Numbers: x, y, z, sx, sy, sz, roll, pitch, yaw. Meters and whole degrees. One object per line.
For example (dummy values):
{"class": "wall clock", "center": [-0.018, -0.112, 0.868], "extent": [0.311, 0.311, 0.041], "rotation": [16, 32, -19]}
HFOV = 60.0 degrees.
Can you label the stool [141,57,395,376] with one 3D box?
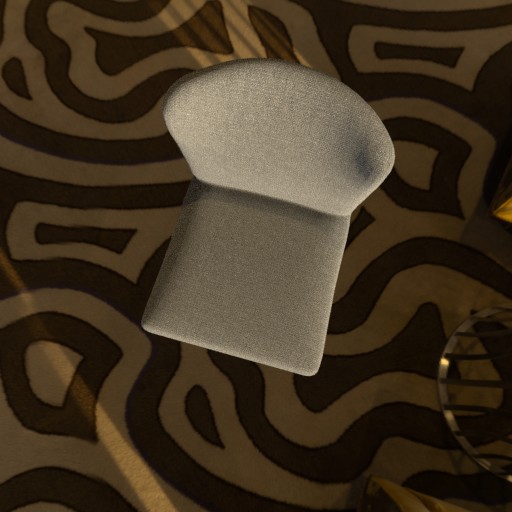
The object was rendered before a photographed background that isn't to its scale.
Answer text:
{"class": "stool", "center": [0.000, 0.000, 1.263], "extent": [0.479, 0.968, 0.568], "rotation": [15, 76, 4]}
